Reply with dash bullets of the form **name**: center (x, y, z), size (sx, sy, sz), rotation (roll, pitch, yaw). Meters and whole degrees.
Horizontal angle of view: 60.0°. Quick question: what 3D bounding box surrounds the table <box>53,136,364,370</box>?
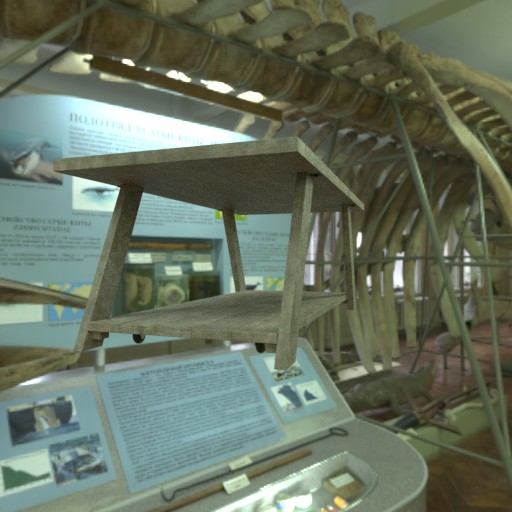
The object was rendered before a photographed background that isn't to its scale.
- **table**: center (0.000, 0.000, 1.546), size (0.610, 0.470, 1.219), rotation (0, 0, 20)
